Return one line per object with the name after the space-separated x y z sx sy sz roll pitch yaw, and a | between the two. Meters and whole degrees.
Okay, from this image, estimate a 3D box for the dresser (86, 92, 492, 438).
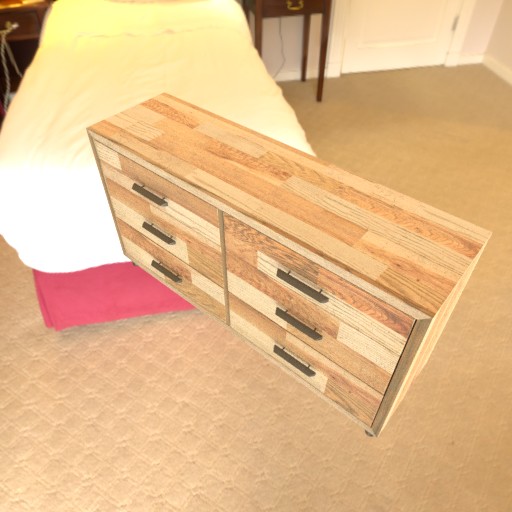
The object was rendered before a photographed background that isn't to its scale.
0.000 0.000 1.917 1.547 0.834 0.487 31 53 27 | dresser
